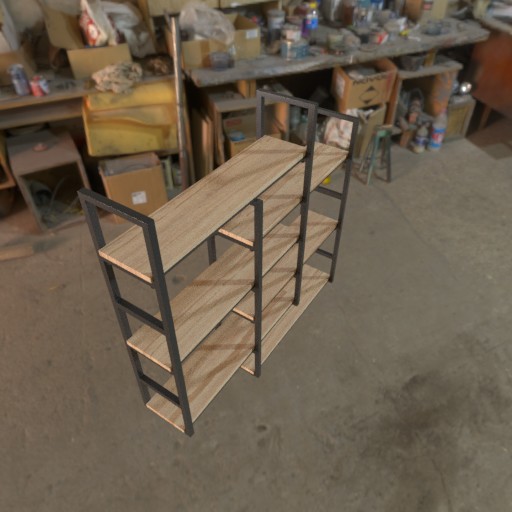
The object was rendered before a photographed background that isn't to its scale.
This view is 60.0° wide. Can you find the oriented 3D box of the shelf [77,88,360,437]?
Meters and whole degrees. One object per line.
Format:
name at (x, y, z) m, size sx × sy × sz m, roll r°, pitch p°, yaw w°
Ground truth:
shelf at (0.000, 0.000, 1.394) m, size 0.183 × 0.921 × 0.946 m, roll 24°, pitch 47°, yaw 25°
